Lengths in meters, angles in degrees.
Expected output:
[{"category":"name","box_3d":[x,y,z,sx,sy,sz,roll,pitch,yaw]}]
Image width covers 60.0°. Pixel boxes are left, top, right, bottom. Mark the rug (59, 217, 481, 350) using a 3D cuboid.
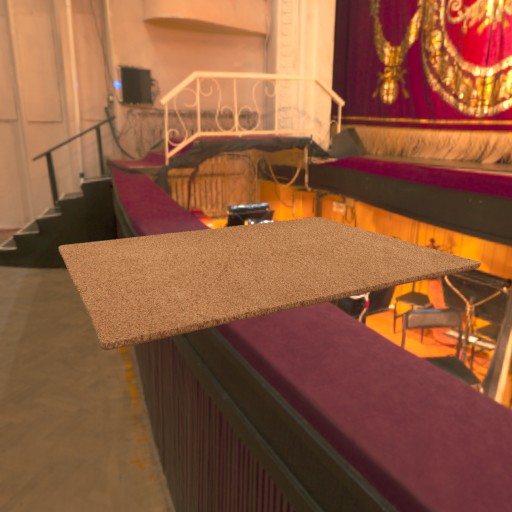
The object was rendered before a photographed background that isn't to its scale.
[{"category":"rug","box_3d":[0.000,0.000,2.073,1.600,0.025,1.199,-8,18,-27]}]
